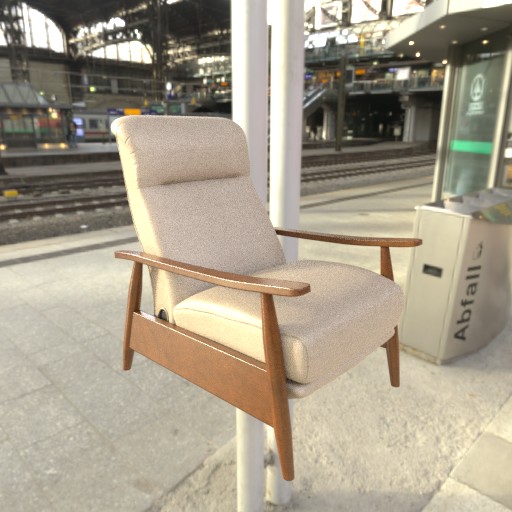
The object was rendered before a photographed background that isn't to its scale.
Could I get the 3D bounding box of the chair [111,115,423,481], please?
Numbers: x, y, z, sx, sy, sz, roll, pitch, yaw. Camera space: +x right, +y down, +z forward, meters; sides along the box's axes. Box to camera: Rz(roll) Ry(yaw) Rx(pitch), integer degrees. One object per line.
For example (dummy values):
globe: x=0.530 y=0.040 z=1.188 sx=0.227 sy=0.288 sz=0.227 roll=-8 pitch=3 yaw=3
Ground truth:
chair: x=0.000 y=0.000 z=1.770 sx=1.030 sy=1.082 sz=0.762 roll=15 pitch=22 yaw=41
